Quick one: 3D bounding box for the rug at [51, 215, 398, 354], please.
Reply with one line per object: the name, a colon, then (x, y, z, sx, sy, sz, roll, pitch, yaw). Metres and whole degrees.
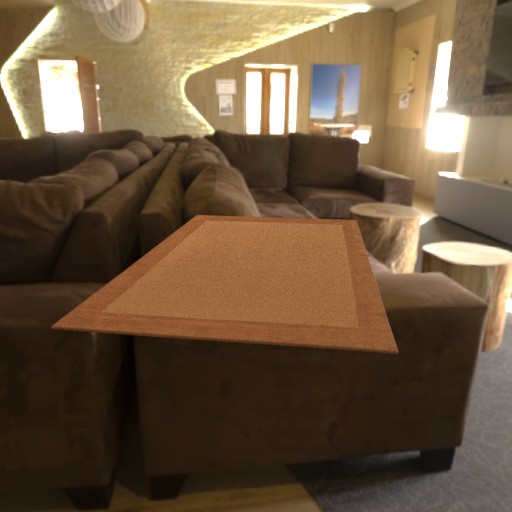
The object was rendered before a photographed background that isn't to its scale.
rug: (0.000, 0.000, 3.050, 1.524, 0.014, 2.438, 3, 18, 8)
